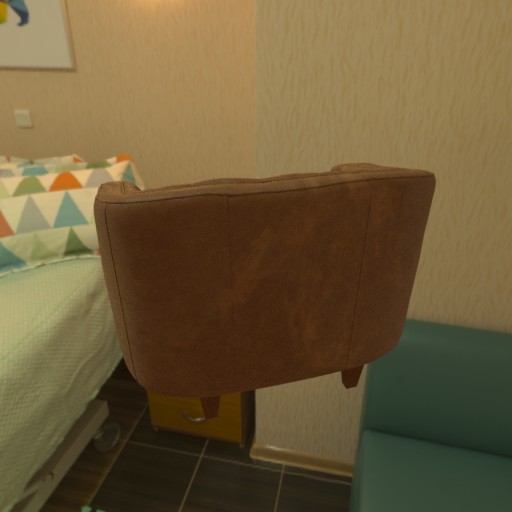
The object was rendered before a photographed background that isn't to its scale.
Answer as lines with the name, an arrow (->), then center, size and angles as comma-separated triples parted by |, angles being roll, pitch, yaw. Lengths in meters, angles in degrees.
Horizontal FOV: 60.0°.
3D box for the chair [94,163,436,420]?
chair -> 0.000, 0.000, 1.728 | 1.119, 0.836, 0.911 | -7, 27, -15
